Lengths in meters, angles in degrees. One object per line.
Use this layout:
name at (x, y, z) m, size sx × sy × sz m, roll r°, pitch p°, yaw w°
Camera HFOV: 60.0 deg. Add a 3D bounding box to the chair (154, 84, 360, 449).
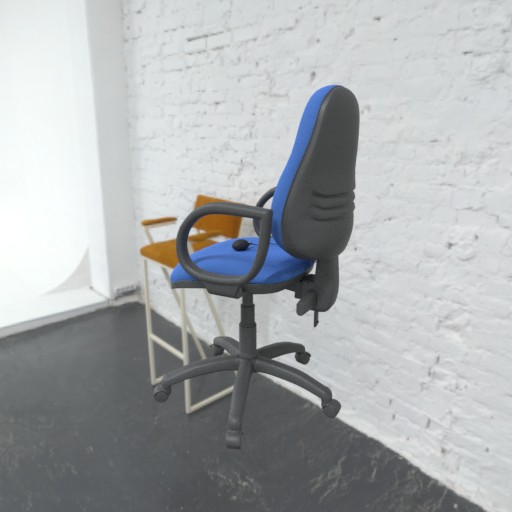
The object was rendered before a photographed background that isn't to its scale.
chair at (0.000, 0.000, 1.285) m, size 0.549 × 0.905 × 0.552 m, roll 8°, pitch 17°, yaw 26°
